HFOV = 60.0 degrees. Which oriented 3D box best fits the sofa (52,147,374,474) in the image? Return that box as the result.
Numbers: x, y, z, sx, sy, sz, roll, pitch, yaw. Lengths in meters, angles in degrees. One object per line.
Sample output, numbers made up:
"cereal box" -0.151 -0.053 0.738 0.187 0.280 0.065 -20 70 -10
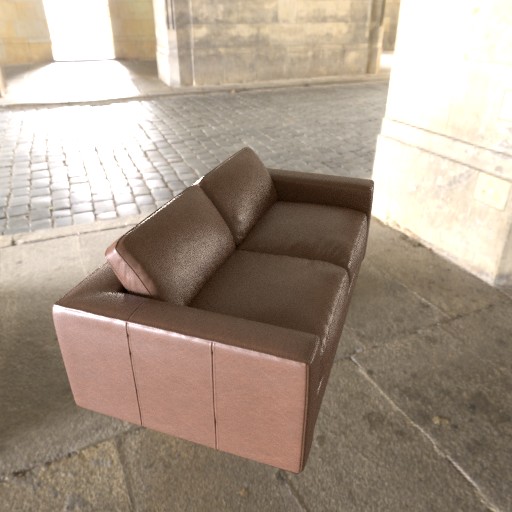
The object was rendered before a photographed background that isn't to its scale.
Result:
"sofa" 0.000 0.000 2.435 1.070 0.800 1.920 10 30 17
